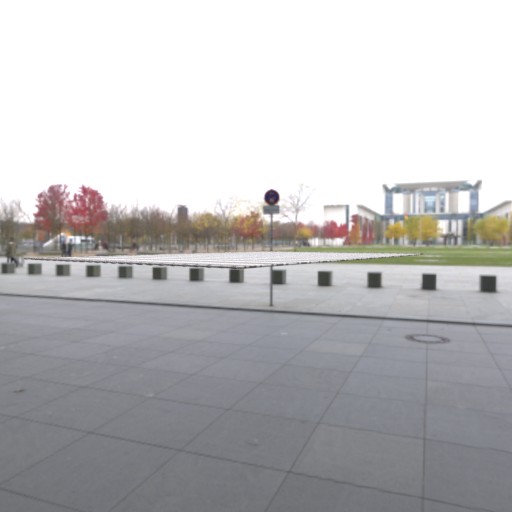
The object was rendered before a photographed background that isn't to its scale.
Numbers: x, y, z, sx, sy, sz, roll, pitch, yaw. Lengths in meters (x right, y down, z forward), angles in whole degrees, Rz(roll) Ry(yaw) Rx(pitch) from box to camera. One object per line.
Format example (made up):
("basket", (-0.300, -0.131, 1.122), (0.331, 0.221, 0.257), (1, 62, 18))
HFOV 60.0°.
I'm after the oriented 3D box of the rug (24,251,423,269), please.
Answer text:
("rug", (0.000, 0.000, 3.045), (1.563, 0.014, 2.425), (1, 2, 36))
